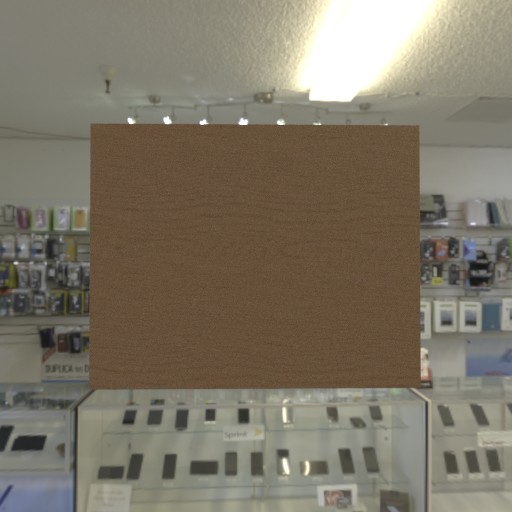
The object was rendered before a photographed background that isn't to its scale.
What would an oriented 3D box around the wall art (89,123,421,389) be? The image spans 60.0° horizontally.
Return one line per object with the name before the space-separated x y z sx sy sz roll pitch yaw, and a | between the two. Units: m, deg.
wall art | 0.000 0.000 0.687 0.508 0.406 0.013 0 -1 -1
